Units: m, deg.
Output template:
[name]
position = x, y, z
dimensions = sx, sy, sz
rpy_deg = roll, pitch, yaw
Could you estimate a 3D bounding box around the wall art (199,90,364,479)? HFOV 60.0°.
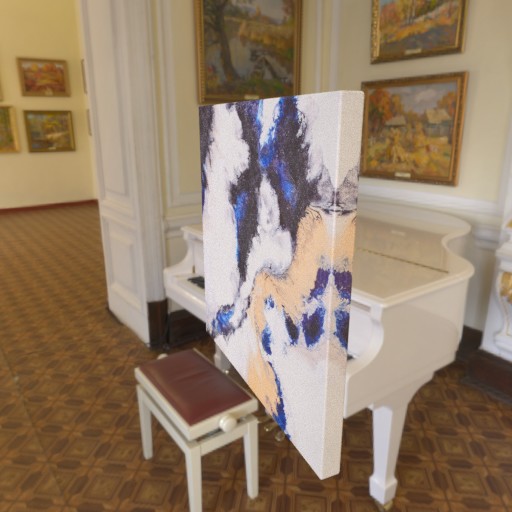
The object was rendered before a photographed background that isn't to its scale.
[wall art]
position = 0.000, 0.000, 0.922
dimensions = 0.039, 0.609, 0.609
rpy_deg = -7, 18, -23
